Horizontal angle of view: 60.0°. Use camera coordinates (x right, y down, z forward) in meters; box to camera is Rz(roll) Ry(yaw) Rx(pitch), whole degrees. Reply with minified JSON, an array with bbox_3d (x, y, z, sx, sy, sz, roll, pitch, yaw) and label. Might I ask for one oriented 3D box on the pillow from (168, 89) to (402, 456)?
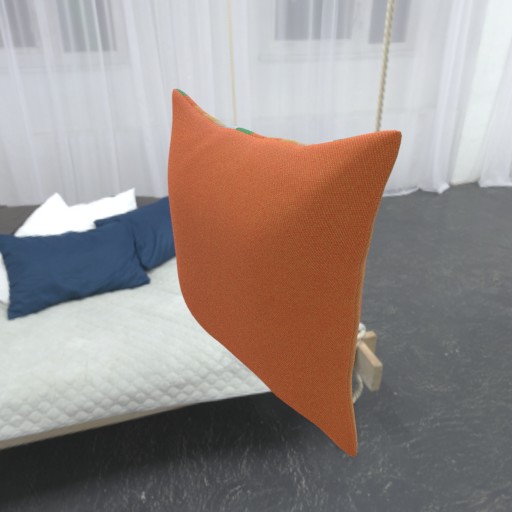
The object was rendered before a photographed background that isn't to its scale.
[{"bbox_3d":[0.000,0.000,0.676,0.169,0.444,0.453,-19,32,-33],"label":"pillow"}]
